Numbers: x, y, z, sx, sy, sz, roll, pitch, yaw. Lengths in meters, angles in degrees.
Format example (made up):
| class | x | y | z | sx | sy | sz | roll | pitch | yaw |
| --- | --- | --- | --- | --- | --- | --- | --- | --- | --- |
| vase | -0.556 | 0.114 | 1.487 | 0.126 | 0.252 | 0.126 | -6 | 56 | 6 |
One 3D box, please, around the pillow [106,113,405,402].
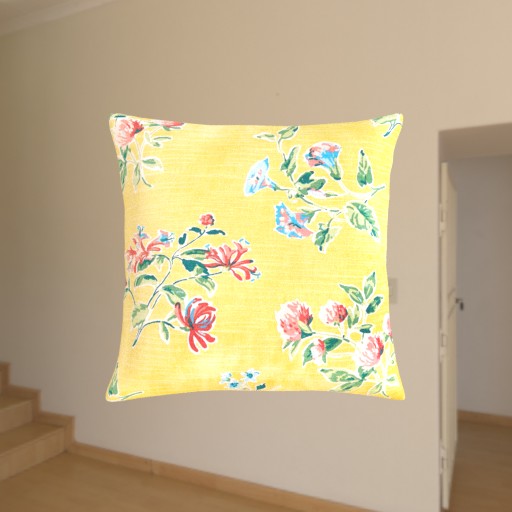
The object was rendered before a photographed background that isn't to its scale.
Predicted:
| class | x | y | z | sx | sy | sz | roll | pitch | yaw |
| --- | --- | --- | --- | --- | --- | --- | --- | --- | --- |
| pillow | 0.000 | 0.000 | 0.784 | 0.525 | 0.508 | 0.166 | 0 | 0 | -1 |
